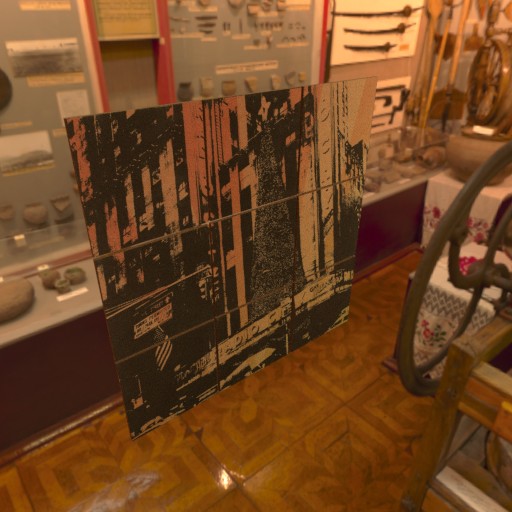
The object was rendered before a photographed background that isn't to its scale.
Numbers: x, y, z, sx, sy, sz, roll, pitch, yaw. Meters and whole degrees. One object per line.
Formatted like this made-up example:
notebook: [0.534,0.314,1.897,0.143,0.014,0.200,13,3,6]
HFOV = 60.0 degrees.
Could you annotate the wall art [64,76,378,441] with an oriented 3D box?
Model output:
wall art: [0.000,0.000,1.735,1.216,1.216,0.013,-21,36,-32]
